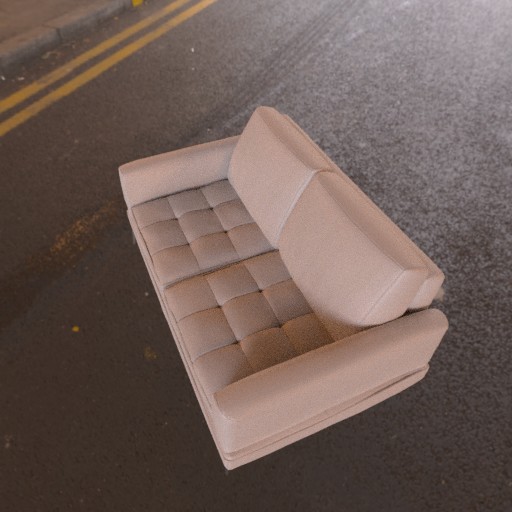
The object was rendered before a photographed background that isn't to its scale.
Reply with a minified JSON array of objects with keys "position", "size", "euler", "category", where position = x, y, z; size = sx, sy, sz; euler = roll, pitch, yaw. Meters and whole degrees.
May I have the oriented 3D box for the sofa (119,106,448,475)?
[{"position":[0.000,0.000,2.417],"size":[1.121,0.930,1.819],"euler":[-18,49,-17],"category":"sofa"}]
